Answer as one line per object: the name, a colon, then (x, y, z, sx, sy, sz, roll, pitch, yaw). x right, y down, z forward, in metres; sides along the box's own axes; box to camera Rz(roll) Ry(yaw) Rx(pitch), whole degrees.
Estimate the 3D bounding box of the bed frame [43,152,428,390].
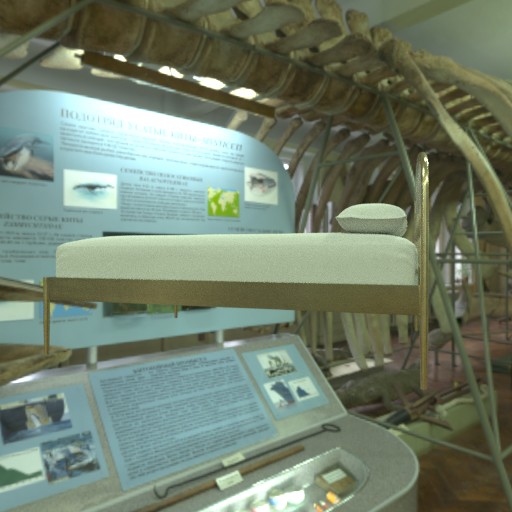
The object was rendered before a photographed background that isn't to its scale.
bed frame: (0.000, 0.000, 3.062, 2.152, 1.175, 1.612, 0, 0, 19)
